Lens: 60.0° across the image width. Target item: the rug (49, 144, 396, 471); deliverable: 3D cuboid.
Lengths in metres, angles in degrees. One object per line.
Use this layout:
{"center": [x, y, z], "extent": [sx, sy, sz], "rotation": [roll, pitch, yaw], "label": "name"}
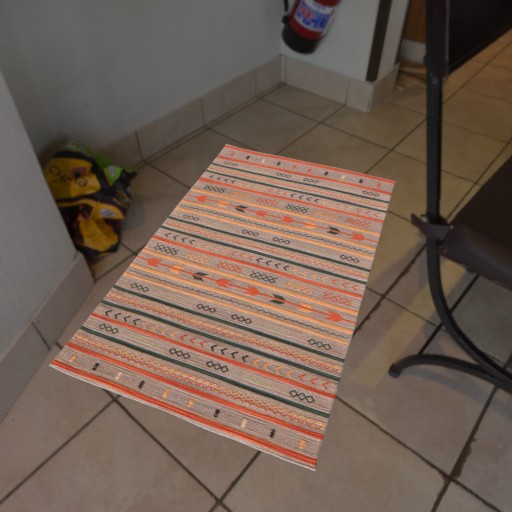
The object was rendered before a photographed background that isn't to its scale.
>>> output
{"center": [0.000, 0.000, 3.064], "extent": [1.537, 0.029, 2.439], "rotation": [16, 48, 15], "label": "rug"}
